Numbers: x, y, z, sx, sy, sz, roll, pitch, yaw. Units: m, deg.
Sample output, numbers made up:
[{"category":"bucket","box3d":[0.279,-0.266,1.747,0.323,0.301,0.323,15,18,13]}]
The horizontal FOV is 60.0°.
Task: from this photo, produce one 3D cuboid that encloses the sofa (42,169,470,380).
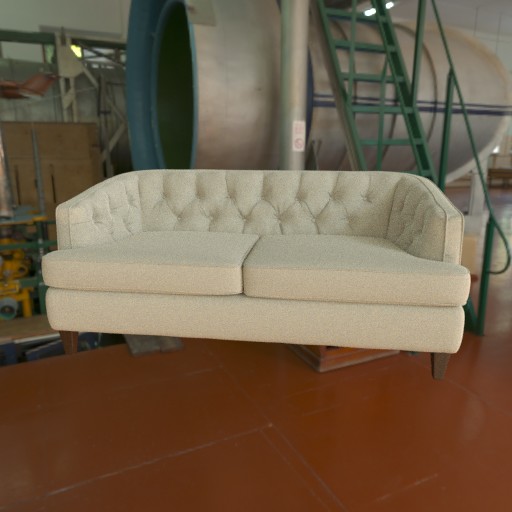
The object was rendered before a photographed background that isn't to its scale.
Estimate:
[{"category":"sofa","box3d":[0.000,0.000,2.179,1.733,0.855,0.941,2,14,8]}]
